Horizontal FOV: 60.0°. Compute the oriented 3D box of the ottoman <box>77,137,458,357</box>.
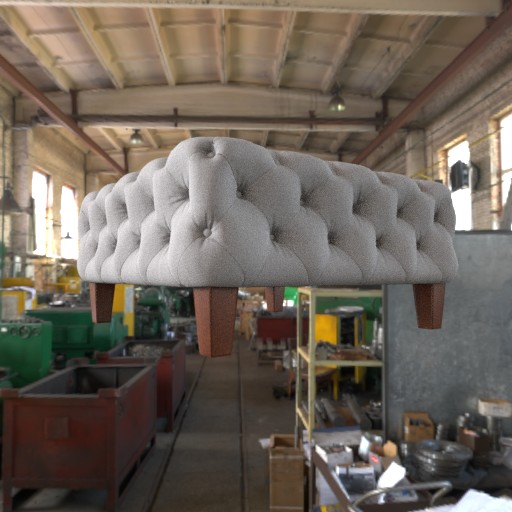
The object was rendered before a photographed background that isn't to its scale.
[{"bbox_3d":[0.000,0.000,1.176,0.758,0.365,0.764,2,-3,-36],"label":"ottoman"}]
